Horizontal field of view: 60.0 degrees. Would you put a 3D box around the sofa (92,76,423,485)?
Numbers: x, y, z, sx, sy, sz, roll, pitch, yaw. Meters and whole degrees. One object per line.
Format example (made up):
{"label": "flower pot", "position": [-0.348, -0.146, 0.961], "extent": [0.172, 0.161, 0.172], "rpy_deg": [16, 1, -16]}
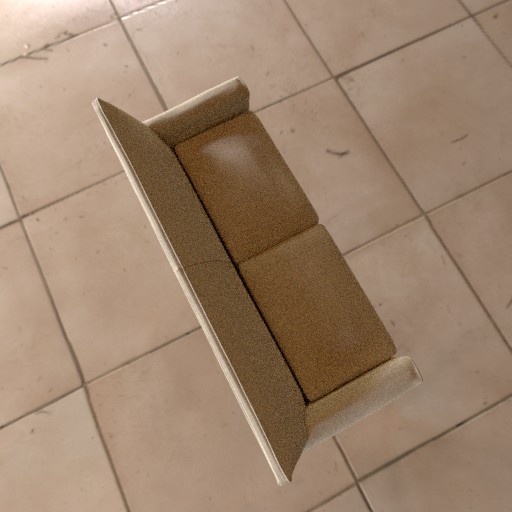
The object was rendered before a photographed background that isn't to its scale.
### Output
{"label": "sofa", "position": [0.000, 0.000, 2.469], "extent": [0.841, 0.907, 2.001], "rpy_deg": [-27, 76, -7]}
